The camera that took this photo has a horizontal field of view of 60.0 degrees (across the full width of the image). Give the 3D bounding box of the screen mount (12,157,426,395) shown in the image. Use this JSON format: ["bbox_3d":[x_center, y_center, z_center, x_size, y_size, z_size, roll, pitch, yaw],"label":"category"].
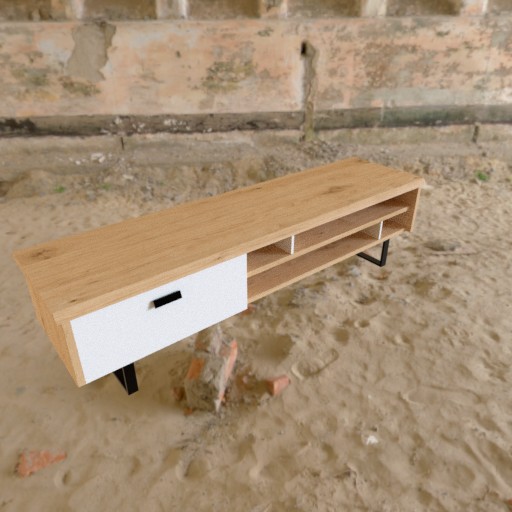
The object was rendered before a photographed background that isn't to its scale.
[{"bbox_3d":[0.000,0.000,1.874,1.700,0.430,0.450,-21,36,-33],"label":"screen mount"}]
